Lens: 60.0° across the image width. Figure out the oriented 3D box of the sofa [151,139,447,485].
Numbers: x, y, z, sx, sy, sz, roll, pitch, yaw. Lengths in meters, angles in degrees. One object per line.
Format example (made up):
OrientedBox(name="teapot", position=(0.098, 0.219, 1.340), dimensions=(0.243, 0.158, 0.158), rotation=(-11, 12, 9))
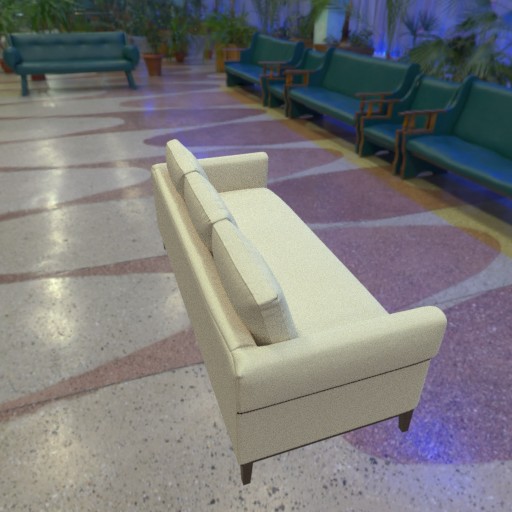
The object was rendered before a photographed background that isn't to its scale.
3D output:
OrientedBox(name="sofa", position=(0.000, 0.000, 2.636), dimensions=(0.902, 0.911, 2.198), rotation=(-10, 33, -16))
